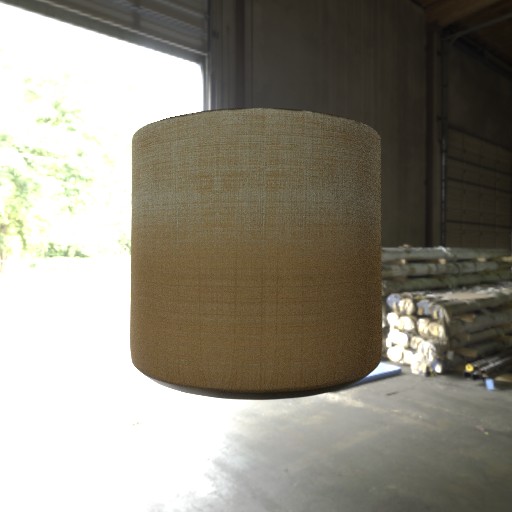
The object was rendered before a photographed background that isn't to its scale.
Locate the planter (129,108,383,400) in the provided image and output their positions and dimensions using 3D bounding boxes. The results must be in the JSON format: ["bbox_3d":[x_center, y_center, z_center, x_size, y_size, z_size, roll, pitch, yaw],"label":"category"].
[{"bbox_3d":[0.000,0.000,0.402,0.221,0.201,0.221,0,1,0],"label":"planter"}]
